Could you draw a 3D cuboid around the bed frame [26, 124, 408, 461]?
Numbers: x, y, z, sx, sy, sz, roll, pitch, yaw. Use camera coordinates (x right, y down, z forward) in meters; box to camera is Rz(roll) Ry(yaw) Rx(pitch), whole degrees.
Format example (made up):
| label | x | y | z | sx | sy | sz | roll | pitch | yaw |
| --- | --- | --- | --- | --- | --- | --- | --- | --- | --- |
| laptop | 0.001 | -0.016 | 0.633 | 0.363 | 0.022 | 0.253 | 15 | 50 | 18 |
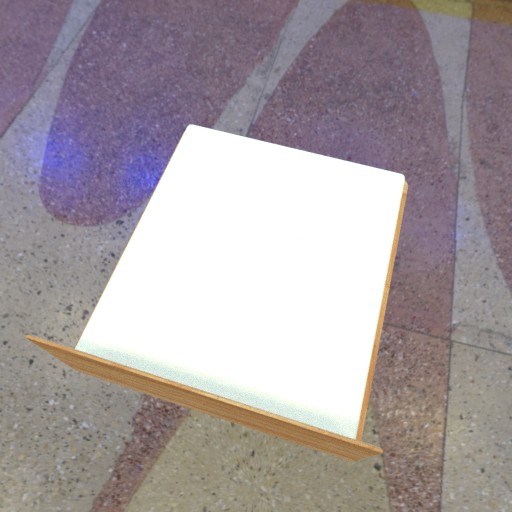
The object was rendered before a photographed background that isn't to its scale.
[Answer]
| label | x | y | z | sx | sy | sz | roll | pitch | yaw |
| --- | --- | --- | --- | --- | --- | --- | --- | --- | --- |
| bed frame | 0.000 | 0.000 | 3.056 | 1.872 | 0.940 | 2.092 | 15 | 63 | 8 |
